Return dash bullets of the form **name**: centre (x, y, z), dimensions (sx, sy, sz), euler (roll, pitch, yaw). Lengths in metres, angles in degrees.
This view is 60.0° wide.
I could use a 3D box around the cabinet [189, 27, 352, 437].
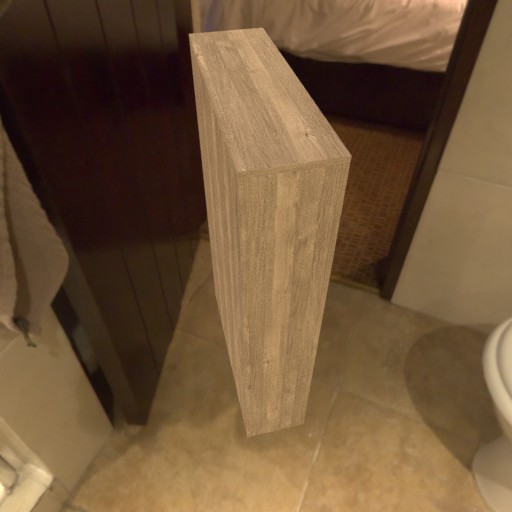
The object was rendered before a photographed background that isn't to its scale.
- **cabinet**: centre (0.000, 0.000, 1.596), dimensions (0.250, 1.280, 0.750), euler (-10, 47, -9)
